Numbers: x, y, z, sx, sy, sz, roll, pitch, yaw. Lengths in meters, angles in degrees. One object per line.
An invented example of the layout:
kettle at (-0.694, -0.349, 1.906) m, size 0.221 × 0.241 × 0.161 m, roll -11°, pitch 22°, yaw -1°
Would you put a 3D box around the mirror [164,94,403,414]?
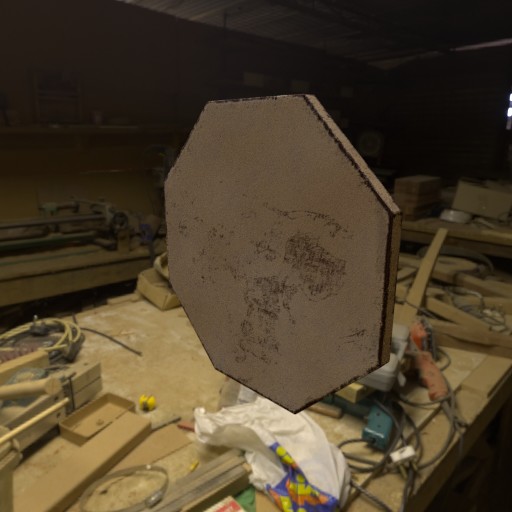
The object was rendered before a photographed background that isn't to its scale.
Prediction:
mirror at (0.000, 0.000, 0.965) m, size 0.031 × 0.648 × 0.648 m, roll -15°, pitch 21°, yaw -43°
